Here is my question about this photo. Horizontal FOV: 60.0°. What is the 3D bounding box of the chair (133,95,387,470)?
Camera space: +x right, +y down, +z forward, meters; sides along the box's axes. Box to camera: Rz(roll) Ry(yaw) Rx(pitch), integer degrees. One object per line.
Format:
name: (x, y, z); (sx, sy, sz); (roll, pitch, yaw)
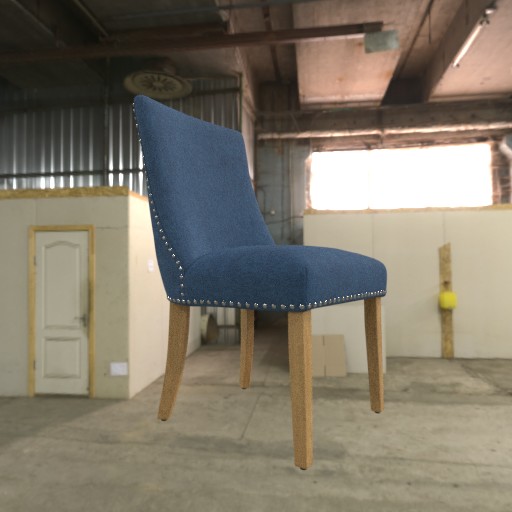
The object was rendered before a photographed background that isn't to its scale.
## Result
chair: (0.000, 0.000, 1.268); (0.610, 0.902, 0.495); (0, -1, 36)
